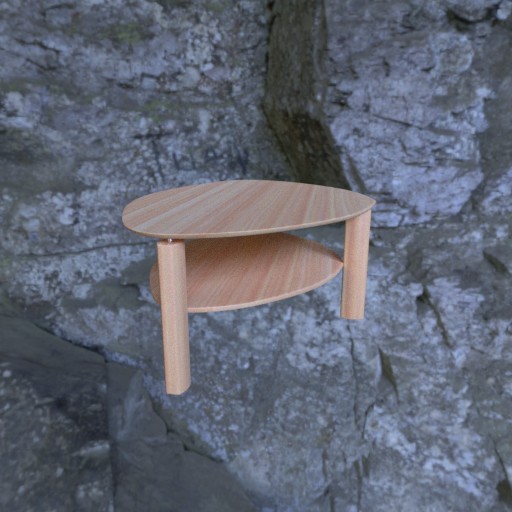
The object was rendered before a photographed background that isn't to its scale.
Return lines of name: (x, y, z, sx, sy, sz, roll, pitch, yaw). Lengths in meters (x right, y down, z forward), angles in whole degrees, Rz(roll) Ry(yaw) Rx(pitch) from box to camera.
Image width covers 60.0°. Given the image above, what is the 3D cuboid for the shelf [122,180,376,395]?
shelf: (0.000, 0.000, 1.669, 0.845, 0.440, 1.246, 3, 16, 9)
